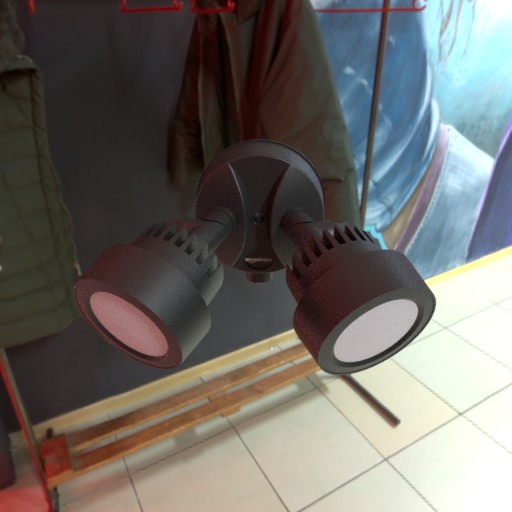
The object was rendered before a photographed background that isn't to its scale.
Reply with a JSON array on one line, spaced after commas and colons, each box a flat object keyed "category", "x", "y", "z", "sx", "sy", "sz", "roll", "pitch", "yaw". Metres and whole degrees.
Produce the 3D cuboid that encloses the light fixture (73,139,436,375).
[{"category": "light fixture", "x": 0.000, "y": 0.000, "z": 0.305, "sx": 0.213, "sy": 0.120, "sz": 0.168, "roll": 1, "pitch": 28, "yaw": 2}]
